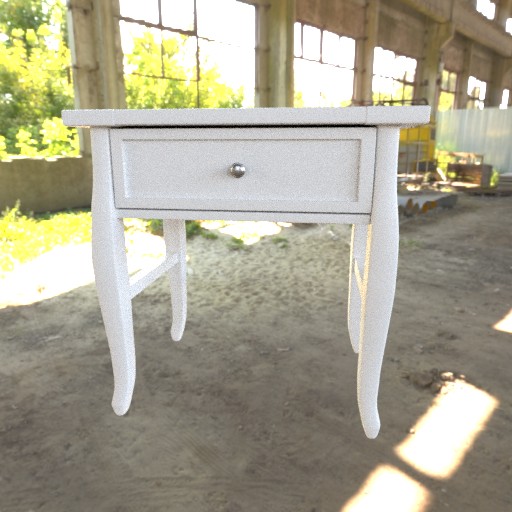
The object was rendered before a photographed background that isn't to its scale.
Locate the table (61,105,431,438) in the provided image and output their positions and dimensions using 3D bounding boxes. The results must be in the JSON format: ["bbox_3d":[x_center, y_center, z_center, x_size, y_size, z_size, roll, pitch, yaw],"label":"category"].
[{"bbox_3d":[0.000,0.000,1.001,0.599,0.605,0.463,2,14,8],"label":"table"}]
